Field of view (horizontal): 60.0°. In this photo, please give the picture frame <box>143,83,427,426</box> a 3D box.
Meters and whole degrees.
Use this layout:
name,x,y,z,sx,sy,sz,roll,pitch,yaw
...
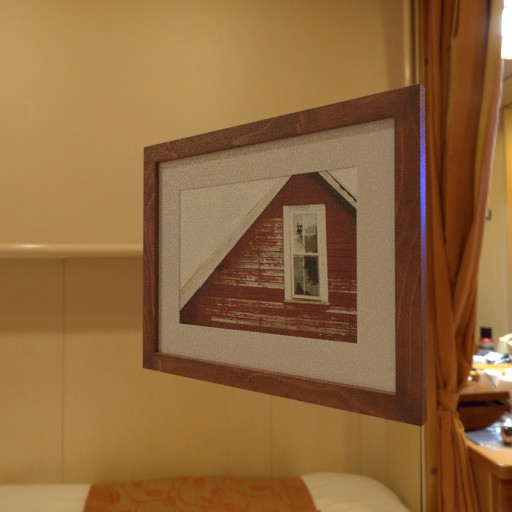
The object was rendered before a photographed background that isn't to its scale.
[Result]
name,x,y,z,sx,sy,sz,roll,pitch,yaw
picture frame,0.000,0.000,0.764,0.559,0.457,0.025,-1,-1,36
